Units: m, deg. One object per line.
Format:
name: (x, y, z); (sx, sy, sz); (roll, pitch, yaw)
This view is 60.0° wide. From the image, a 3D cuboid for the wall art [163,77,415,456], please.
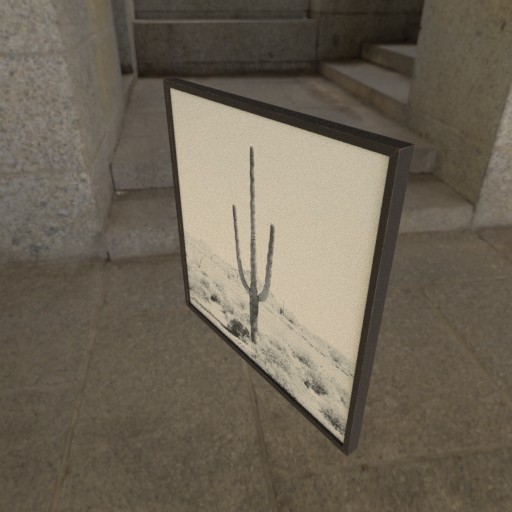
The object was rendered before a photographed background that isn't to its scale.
wall art: (0.000, 0.000, 1.143); (0.038, 0.762, 0.762); (-22, 38, -32)
